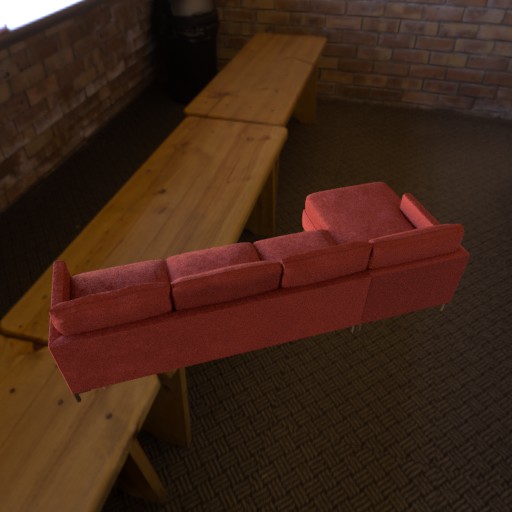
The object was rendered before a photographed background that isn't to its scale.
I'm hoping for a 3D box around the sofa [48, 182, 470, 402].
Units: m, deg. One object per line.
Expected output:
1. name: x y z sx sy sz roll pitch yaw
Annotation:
1. sofa: 0.000 0.000 4.051 3.400 0.967 1.500 -11 43 -12
